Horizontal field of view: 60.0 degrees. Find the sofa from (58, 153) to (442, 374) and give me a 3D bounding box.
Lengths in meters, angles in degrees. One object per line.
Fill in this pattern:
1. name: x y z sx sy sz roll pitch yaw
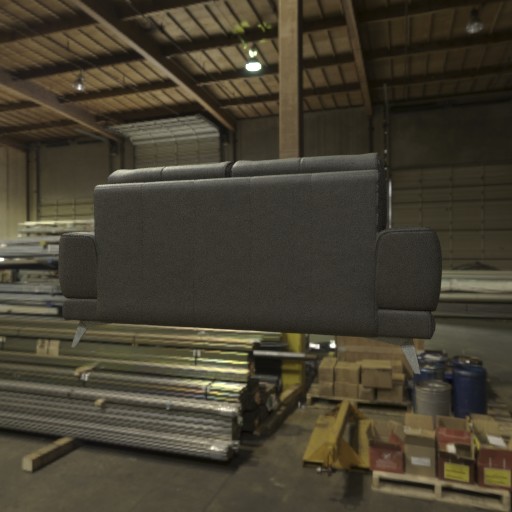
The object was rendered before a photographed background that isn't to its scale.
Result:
1. sofa: 0.000 0.000 2.406 1.806 0.907 1.018 0 0 18
